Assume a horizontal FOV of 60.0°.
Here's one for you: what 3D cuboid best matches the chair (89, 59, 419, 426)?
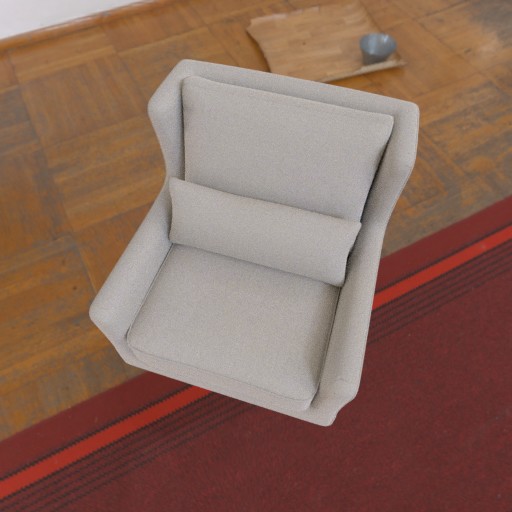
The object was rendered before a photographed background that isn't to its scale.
[{"bbox_3d":[0.000,0.000,1.837,0.982,1.056,1.040,15,58,9],"label":"chair"}]
